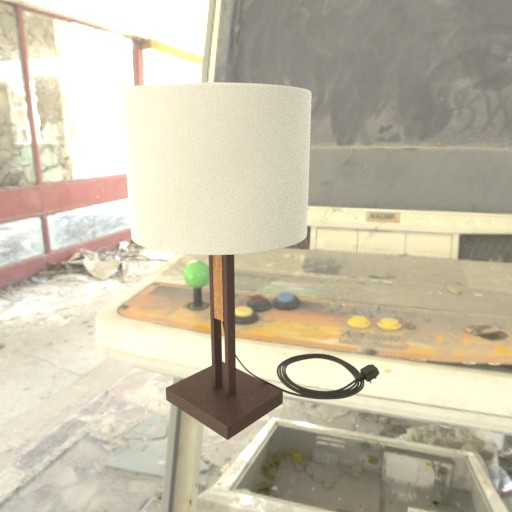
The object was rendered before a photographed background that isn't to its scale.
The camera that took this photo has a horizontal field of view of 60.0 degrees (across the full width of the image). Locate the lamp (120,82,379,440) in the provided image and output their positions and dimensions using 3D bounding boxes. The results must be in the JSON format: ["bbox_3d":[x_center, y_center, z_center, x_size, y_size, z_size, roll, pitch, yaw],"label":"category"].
[{"bbox_3d":[0.000,0.000,0.977,0.396,0.668,0.525,14,20,41],"label":"lamp"}]
